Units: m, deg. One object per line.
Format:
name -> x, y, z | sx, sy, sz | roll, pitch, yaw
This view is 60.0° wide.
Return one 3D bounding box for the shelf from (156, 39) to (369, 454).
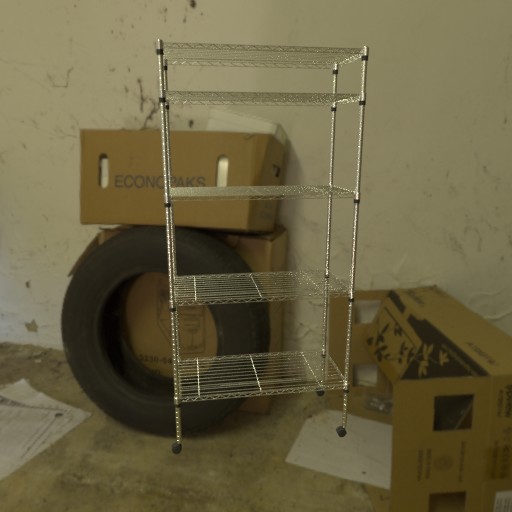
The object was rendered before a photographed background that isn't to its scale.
shelf -> 0.000, 0.000, 1.873 | 0.762, 1.587, 0.356 | -2, 15, -8
